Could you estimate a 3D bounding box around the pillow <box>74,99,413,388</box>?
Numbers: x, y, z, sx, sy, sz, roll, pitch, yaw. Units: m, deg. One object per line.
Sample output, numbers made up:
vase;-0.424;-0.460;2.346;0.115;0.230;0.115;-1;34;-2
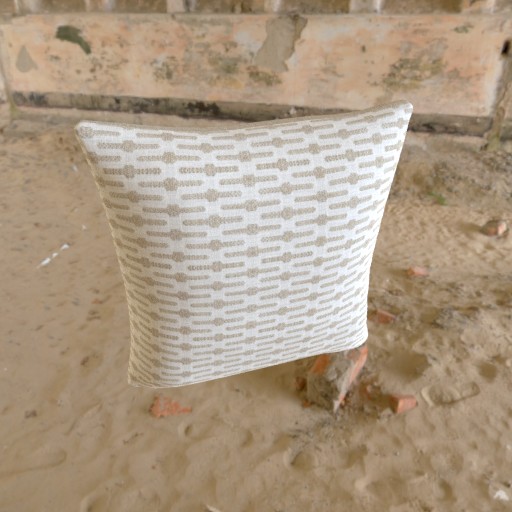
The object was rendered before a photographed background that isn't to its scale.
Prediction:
pillow;0.000;0.000;0.761;0.496;0.491;0.219;-9;31;-15
